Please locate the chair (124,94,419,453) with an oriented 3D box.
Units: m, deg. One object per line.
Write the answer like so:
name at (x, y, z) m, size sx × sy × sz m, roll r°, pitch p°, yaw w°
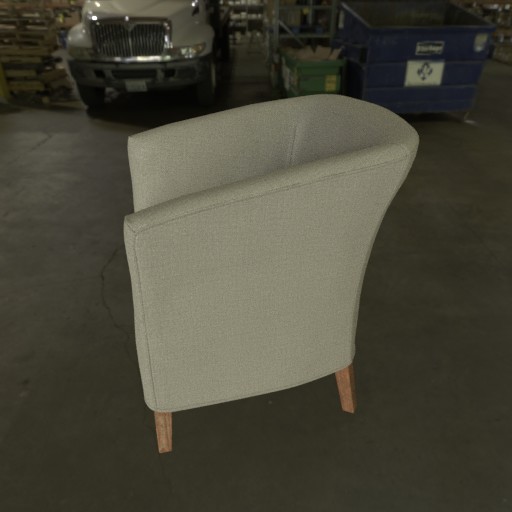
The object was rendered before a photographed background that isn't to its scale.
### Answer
chair at (0.000, 0.000, 1.229) m, size 0.668 × 0.771 × 0.600 m, roll -7°, pitch 31°, yaw -11°
